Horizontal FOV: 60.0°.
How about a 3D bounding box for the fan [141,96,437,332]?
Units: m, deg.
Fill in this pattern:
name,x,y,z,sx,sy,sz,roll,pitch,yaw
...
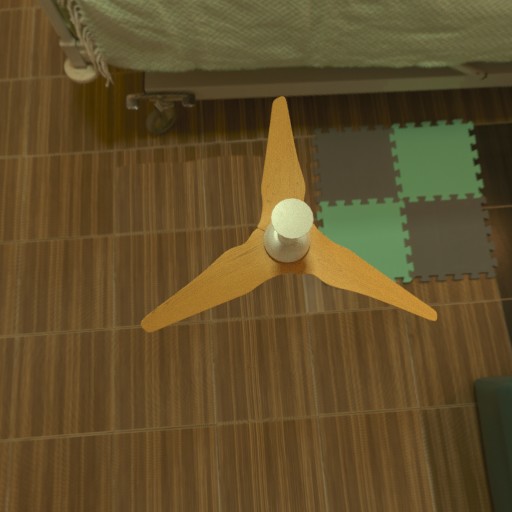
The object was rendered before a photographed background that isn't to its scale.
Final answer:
name,x,y,z,sx,sy,sz,roll,pitch,yaw
fan,0.000,0.000,1.662,1.010,0.355,1.142,-32,78,-8
